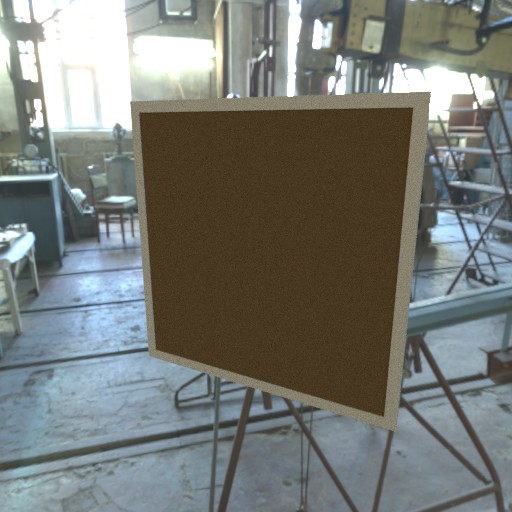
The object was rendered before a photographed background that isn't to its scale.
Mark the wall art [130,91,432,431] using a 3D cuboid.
[{"bbox_3d":[0.000,0.000,1.203,0.812,0.812,0.015,9,18,27],"label":"wall art"}]
